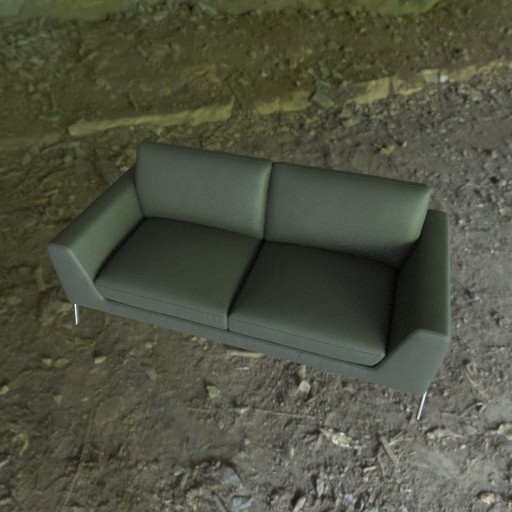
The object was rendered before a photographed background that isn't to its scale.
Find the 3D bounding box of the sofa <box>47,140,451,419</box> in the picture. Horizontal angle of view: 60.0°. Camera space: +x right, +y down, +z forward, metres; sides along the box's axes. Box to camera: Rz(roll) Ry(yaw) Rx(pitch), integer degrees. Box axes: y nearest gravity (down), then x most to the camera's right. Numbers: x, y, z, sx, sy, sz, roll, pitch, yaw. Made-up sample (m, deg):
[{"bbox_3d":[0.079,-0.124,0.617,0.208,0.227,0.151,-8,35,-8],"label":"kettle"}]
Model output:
[{"bbox_3d":[0.000,0.000,2.501,2.017,0.875,0.953,12,42,14],"label":"sofa"}]
